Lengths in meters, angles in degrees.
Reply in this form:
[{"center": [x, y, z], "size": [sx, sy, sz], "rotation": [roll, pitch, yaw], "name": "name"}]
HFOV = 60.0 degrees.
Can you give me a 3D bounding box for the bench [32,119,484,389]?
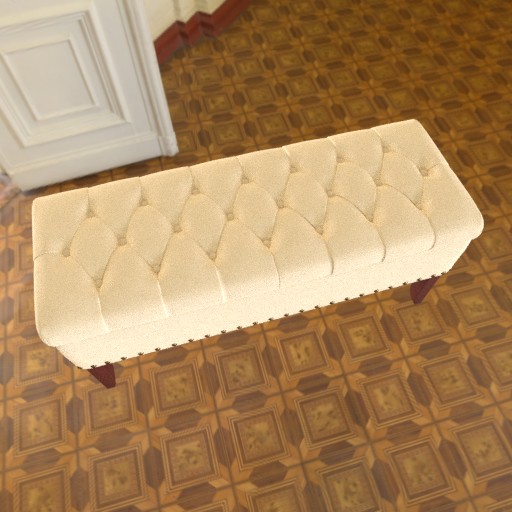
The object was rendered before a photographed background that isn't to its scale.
[{"center": [0.000, 0.000, 1.259], "size": [1.054, 0.470, 0.400], "rotation": [-14, 60, -8], "name": "bench"}]
